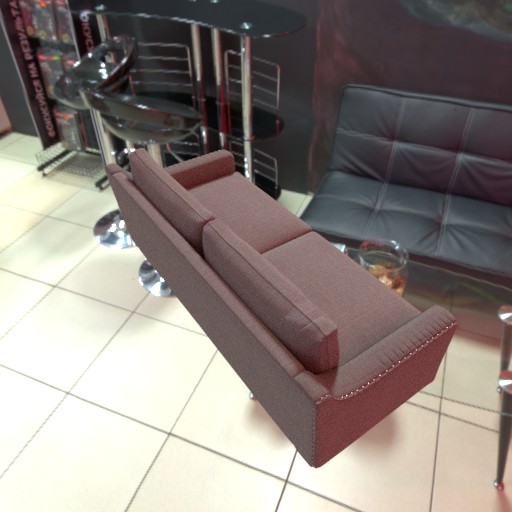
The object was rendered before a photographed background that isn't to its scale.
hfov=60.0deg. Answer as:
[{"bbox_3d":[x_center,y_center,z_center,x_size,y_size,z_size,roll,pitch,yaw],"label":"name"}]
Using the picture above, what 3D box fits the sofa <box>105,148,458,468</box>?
[{"bbox_3d":[0.000,0.000,2.742,1.000,0.857,2.208,-25,47,-26],"label":"sofa"}]
